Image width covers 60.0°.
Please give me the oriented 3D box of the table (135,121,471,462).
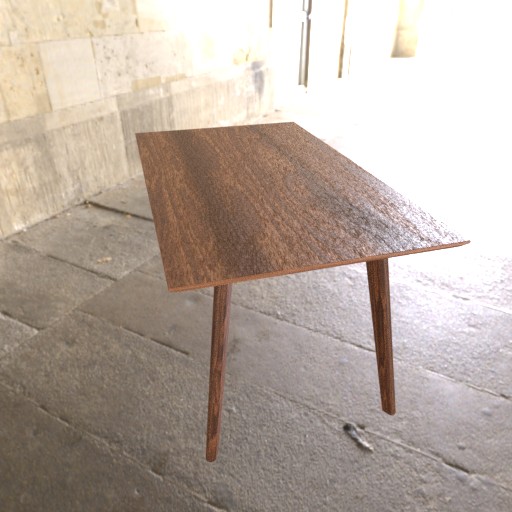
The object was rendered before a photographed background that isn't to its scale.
[{"bbox_3d":[0.000,0.000,1.825,0.801,0.724,1.349,-8,31,-14],"label":"table"}]
